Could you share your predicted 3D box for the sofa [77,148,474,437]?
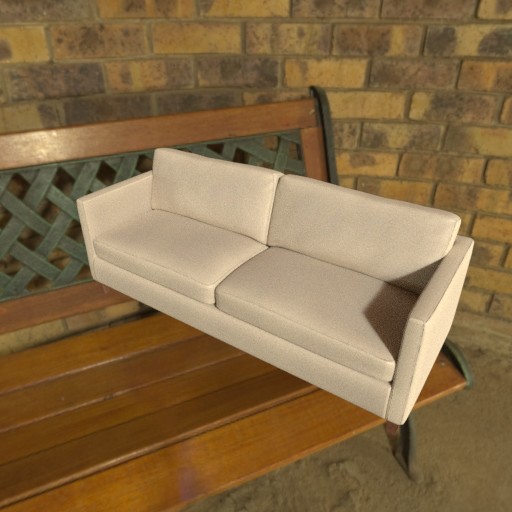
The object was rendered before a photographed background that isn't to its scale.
[{"bbox_3d":[0.000,0.000,2.860,2.361,0.968,0.951,19,35,29],"label":"sofa"}]
